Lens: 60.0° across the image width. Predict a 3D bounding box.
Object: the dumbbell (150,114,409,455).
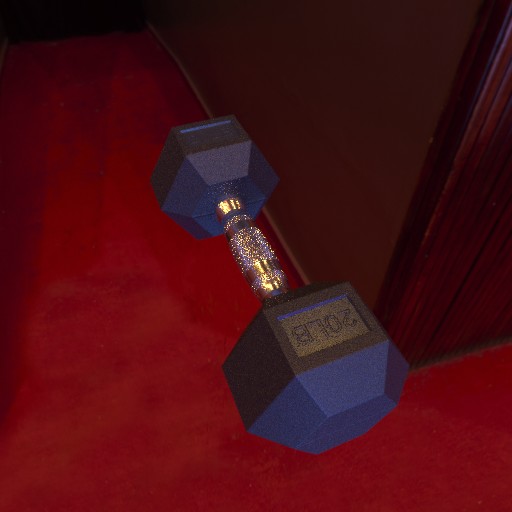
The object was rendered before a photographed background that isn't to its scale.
[{"bbox_3d":[0.000,0.000,0.328,0.106,0.092,0.272,-17,50,-14],"label":"dumbbell"}]
